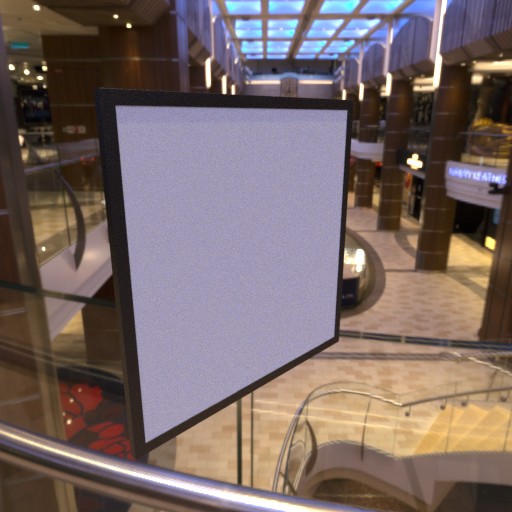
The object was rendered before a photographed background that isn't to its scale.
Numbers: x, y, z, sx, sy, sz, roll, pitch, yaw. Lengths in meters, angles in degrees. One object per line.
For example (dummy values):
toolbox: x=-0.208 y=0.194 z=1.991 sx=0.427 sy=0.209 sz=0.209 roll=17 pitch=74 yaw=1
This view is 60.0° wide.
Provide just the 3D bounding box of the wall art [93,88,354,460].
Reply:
wall art: x=0.000 y=0.000 z=1.185 sx=0.807 sy=0.807 sz=0.022 roll=-17 pitch=24 yaw=-42
